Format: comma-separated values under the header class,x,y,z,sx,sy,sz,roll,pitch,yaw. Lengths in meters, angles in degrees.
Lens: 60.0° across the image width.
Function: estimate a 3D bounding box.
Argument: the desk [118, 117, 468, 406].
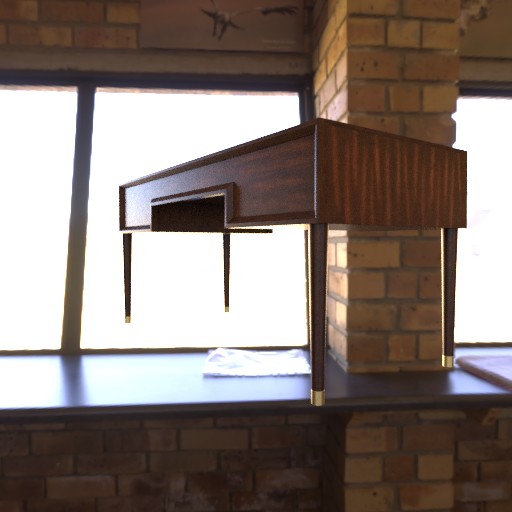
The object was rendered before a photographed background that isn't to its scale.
class,x,y,z,sx,sy,sz,roll,pitch,yaw
desk,0.000,0.000,1.998,0.724,0.762,1.575,-1,2,-36
